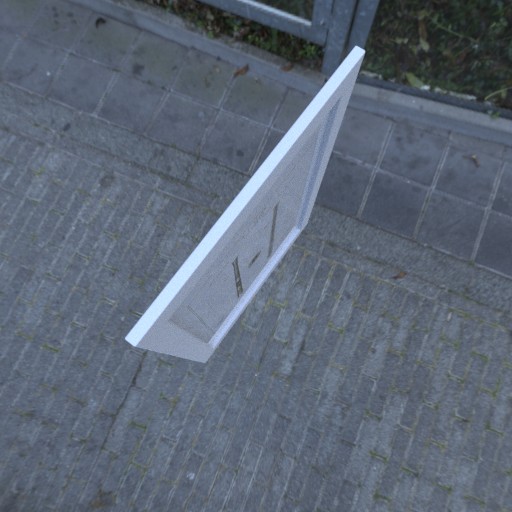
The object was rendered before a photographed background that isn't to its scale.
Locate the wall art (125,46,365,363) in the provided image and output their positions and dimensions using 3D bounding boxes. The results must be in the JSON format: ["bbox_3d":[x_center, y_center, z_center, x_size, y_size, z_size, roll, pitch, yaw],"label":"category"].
[{"bbox_3d":[0.000,0.000,0.605,0.011,0.482,0.329,35,78,9],"label":"wall art"}]
